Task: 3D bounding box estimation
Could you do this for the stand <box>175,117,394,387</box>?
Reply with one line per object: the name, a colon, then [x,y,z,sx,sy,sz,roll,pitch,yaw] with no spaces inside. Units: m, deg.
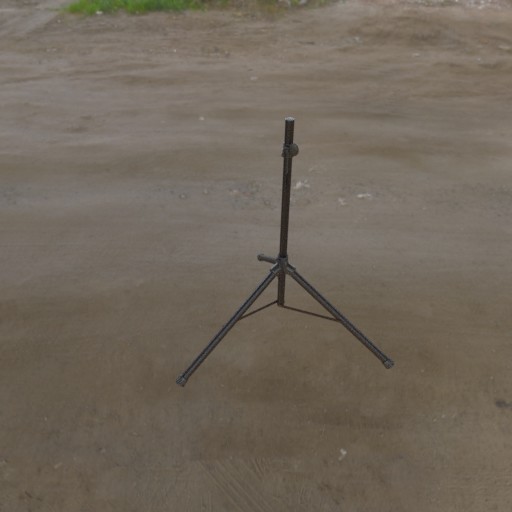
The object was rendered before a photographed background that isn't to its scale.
stand: [0.000,0.000,1.896,0.907,1.136,1.045,-25,46,-27]
